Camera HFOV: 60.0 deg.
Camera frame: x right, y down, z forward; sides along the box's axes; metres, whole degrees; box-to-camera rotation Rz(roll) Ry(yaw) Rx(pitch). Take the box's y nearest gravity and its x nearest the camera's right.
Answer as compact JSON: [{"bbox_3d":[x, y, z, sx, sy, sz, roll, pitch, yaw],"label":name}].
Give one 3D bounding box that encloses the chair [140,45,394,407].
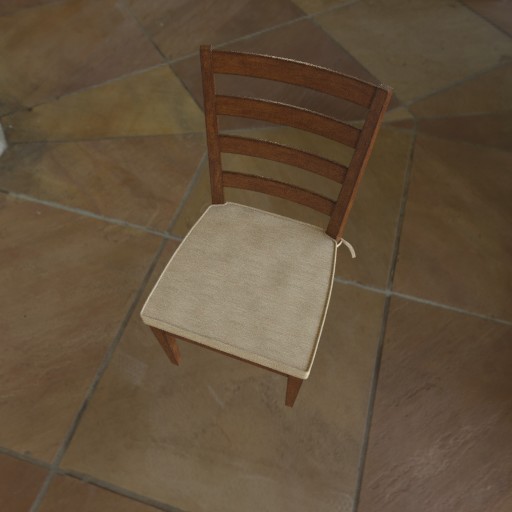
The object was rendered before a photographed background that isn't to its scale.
[{"bbox_3d":[0.000,0.000,1.378,0.593,0.979,0.595,17,59,10],"label":"chair"}]
